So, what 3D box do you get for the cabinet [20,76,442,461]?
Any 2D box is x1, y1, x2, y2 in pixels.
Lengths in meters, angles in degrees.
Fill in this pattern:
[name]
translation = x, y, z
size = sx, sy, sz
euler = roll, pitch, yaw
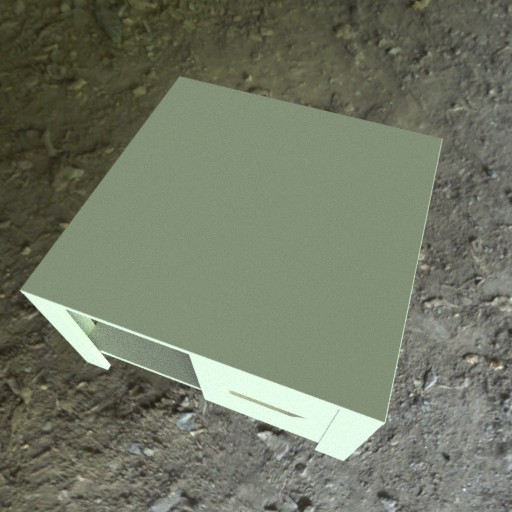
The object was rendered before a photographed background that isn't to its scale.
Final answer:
[cabinet]
translation = 0.000, 0.000, 1.284
size = 0.800, 0.460, 0.800
euler = 17, 59, 11
